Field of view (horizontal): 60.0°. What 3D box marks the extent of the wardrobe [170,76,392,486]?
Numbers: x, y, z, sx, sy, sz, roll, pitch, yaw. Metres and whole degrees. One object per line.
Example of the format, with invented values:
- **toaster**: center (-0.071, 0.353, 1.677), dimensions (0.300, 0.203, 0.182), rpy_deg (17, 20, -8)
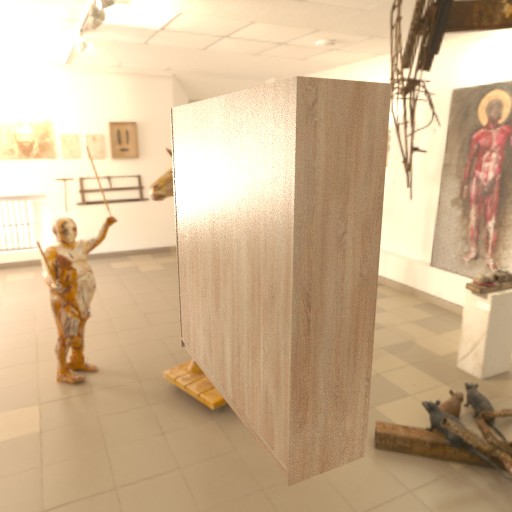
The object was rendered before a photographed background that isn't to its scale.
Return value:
- **wardrobe**: center (0.000, 0.000, 3.219), dimensions (0.598, 2.159, 1.998), rpy_deg (-7, 16, -26)
